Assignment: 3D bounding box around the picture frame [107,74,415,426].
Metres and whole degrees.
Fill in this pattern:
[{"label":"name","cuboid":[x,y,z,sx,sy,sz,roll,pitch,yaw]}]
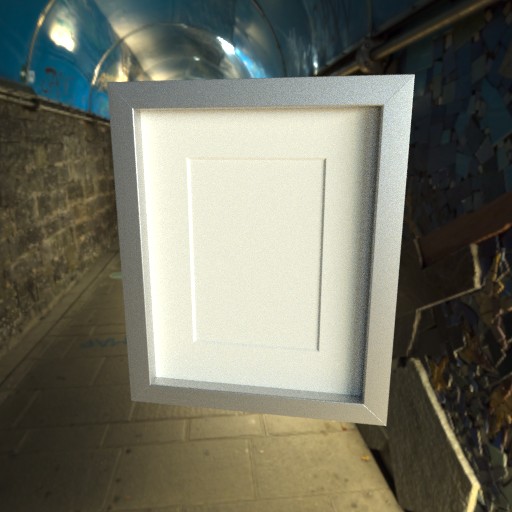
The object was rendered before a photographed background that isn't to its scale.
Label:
[{"label":"picture frame","cuboid":[0.000,0.000,0.381,0.233,0.282,0.036,2,14,9]}]
